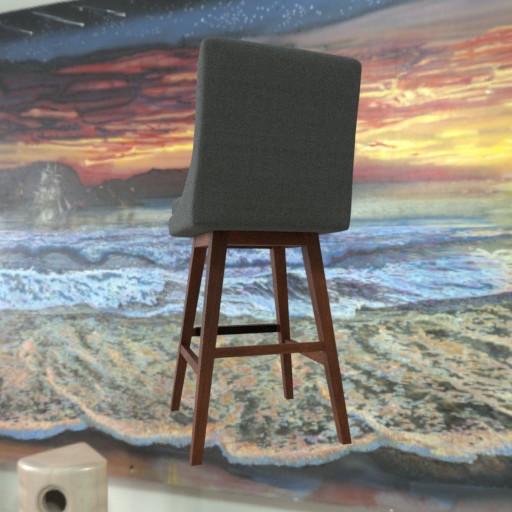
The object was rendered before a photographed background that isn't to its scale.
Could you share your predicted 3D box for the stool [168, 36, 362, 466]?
[{"bbox_3d":[0.000,0.000,1.262,0.447,0.977,0.524,0,-1,-18],"label":"stool"}]
